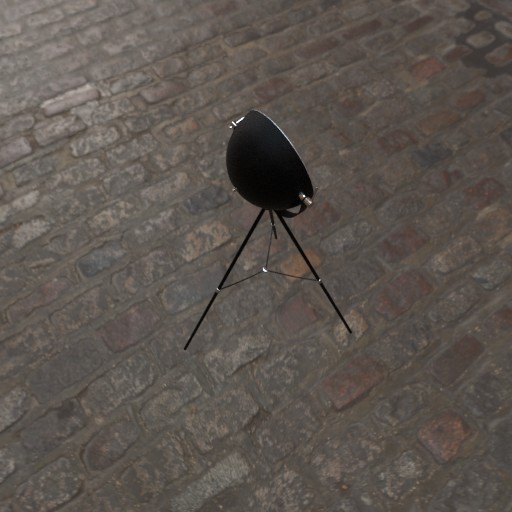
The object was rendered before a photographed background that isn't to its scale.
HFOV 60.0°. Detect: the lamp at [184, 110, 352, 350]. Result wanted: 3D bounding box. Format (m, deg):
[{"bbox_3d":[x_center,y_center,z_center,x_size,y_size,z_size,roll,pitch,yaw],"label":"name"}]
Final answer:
[{"bbox_3d":[0.000,0.000,2.066,0.920,1.512,0.817,-31,64,-17],"label":"lamp"}]
